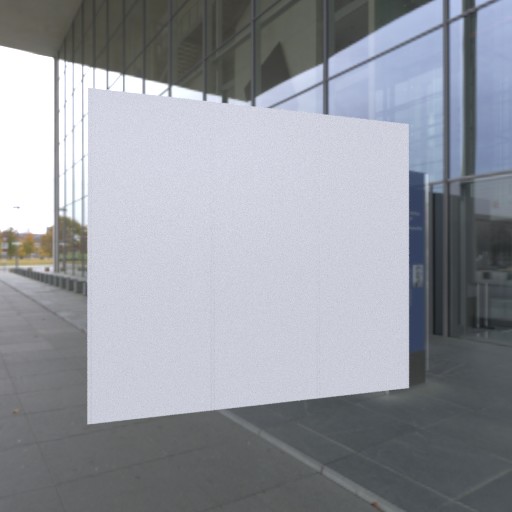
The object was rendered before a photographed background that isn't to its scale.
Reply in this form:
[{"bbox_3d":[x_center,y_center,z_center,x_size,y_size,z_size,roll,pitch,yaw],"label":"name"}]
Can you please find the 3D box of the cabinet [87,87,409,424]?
[{"bbox_3d":[0.000,0.000,3.828,2.700,2.370,0.590,0,0,-19],"label":"cabinet"}]
